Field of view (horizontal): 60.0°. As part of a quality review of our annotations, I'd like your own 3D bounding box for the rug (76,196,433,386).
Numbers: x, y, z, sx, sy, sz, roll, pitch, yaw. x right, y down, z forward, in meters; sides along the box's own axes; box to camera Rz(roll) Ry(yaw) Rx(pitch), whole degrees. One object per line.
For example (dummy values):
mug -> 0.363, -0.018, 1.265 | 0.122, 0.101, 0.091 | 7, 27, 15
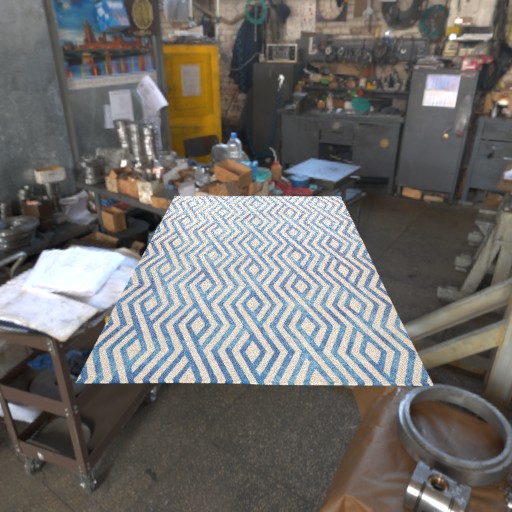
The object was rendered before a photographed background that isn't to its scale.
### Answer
rug -> 0.000, 0.000, 2.979 | 1.531, 0.008, 2.439 | 0, 27, 0
